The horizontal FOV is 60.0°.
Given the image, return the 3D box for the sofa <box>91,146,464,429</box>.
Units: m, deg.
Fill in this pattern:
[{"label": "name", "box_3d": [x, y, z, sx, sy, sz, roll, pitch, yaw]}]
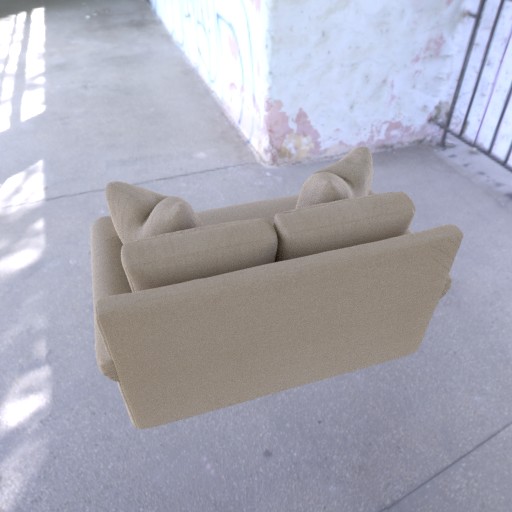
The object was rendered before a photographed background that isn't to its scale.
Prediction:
[{"label": "sofa", "box_3d": [0.000, 0.000, 2.210, 1.550, 0.905, 1.070, -12, 43, -13]}]
